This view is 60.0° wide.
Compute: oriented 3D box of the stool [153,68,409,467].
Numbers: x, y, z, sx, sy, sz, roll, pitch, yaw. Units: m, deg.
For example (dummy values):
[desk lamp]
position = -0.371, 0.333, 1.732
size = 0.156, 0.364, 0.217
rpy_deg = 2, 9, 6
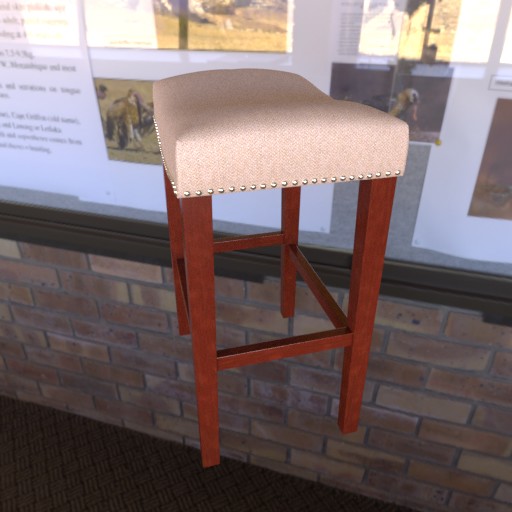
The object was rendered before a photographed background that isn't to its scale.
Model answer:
[stool]
position = 0.000, 0.000, 1.012
size = 0.372, 0.742, 0.504
rpy_deg = -8, 31, -13
